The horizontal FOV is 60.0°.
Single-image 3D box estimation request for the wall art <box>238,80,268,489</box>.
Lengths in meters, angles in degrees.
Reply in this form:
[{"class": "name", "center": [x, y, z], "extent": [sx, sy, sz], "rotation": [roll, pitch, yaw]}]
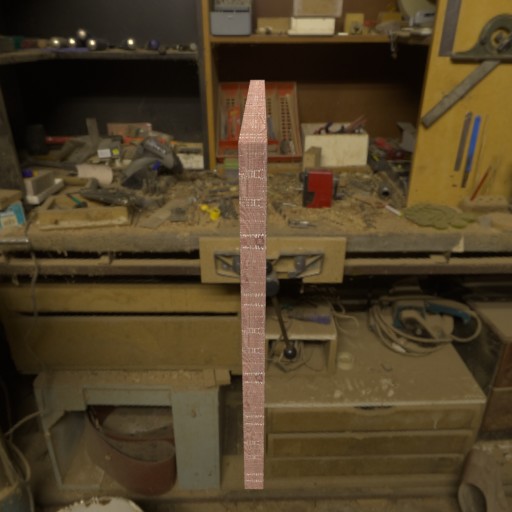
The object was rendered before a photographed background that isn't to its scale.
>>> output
[{"class": "wall art", "center": [0.000, 0.000, 0.793], "extent": [0.029, 0.531, 0.531], "rotation": [0, 28, 1]}]
